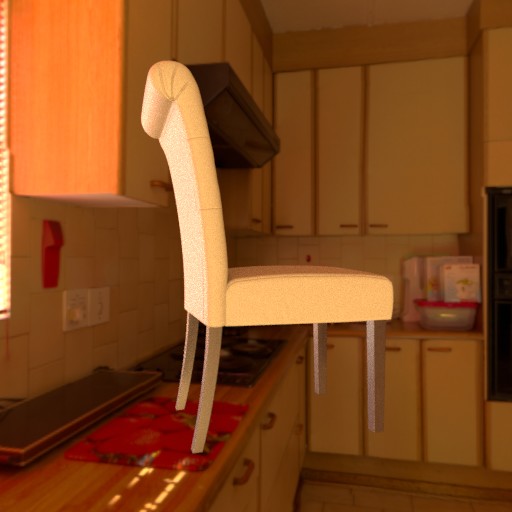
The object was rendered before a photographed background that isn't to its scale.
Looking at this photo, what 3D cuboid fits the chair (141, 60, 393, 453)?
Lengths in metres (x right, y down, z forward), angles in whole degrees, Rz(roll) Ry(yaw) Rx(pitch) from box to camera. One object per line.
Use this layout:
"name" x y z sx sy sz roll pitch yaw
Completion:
"chair" 0.000 0.000 1.367 0.671 1.006 0.456 0 0 -17
